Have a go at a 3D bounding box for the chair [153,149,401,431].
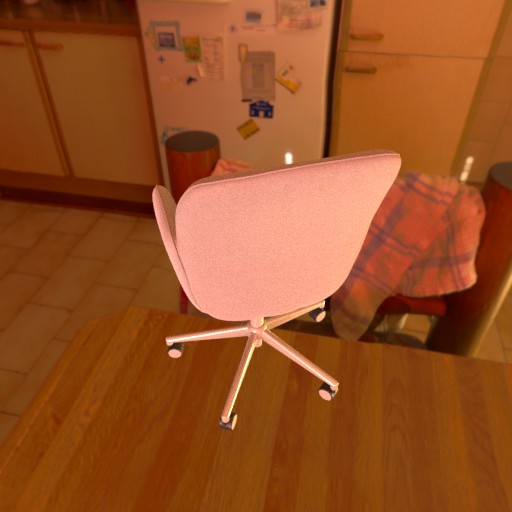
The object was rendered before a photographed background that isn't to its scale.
[{"bbox_3d":[0.000,0.000,1.393,0.648,0.959,0.654,-12,41,-14],"label":"chair"}]
